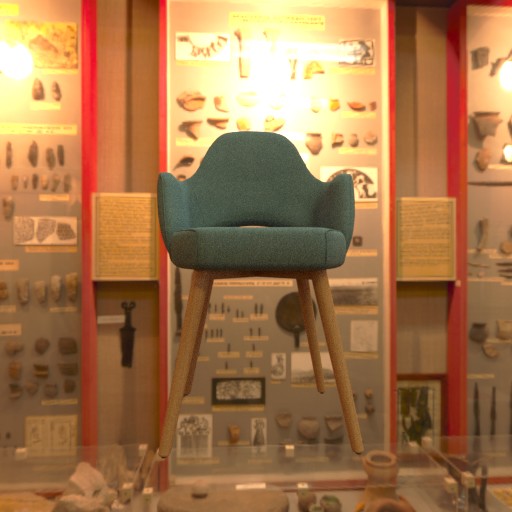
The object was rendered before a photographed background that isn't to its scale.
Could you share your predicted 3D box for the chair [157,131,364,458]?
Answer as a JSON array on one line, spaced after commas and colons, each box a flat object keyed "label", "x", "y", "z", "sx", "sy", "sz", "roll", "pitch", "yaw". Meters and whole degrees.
[{"label": "chair", "x": 0.000, "y": 0.000, "z": 1.344, "sx": 0.589, "sy": 0.920, "sz": 0.666, "roll": 0, "pitch": 0, "yaw": -2}]
